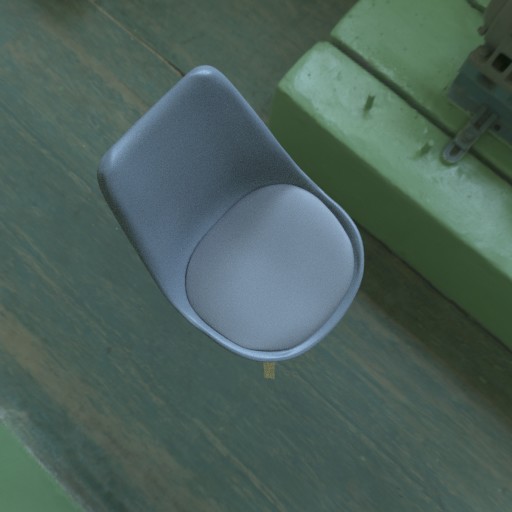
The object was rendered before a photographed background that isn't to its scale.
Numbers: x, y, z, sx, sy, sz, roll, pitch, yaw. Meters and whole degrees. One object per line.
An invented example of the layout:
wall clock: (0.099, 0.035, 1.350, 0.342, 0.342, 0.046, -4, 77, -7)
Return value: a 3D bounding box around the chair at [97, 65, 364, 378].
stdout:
chair: (0.000, 0.000, 1.180, 0.550, 0.850, 0.485, 40, 80, 9)
